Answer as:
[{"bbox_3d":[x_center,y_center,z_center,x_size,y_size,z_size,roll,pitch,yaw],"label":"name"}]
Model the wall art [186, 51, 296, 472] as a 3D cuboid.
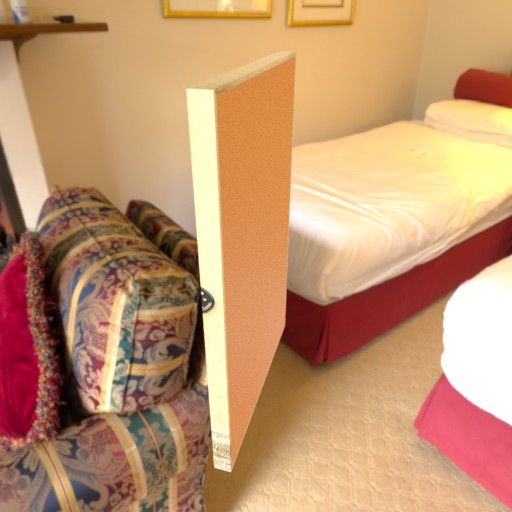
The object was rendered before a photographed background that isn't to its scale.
[{"bbox_3d":[0.000,0.000,0.959,0.038,0.764,0.508,8,31,14],"label":"wall art"}]
